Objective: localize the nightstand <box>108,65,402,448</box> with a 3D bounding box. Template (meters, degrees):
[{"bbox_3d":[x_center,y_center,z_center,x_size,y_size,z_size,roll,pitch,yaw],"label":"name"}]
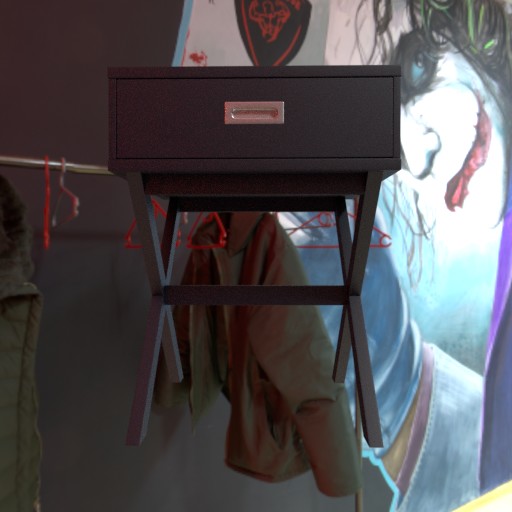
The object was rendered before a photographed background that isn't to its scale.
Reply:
[{"bbox_3d":[0.000,0.000,0.924,0.479,0.623,0.402,0,0,1],"label":"nightstand"}]
